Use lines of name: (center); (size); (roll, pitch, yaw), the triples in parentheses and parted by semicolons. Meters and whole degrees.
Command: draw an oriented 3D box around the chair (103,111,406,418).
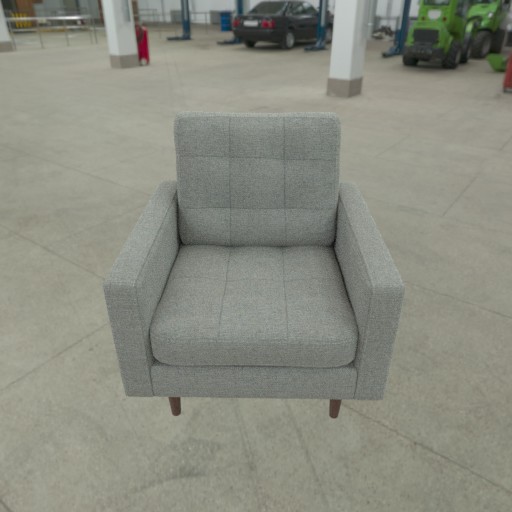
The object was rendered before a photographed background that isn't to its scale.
chair: (0.000, 0.000, 1.575); (0.821, 0.880, 0.843); (1, 30, 1)
